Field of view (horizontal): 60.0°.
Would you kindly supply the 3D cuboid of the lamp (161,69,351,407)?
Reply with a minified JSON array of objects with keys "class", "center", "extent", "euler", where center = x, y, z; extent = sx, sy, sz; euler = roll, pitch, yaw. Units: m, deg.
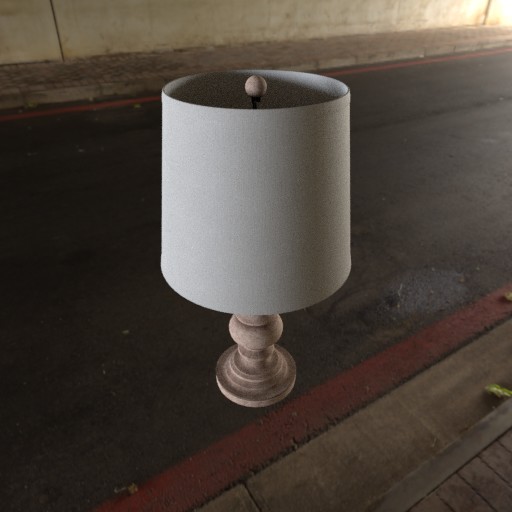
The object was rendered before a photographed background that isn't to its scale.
[{"class":"lamp","center":[0.000,0.000,0.648],"extent":[0.273,0.497,0.273],"euler":[0,32,0]}]
